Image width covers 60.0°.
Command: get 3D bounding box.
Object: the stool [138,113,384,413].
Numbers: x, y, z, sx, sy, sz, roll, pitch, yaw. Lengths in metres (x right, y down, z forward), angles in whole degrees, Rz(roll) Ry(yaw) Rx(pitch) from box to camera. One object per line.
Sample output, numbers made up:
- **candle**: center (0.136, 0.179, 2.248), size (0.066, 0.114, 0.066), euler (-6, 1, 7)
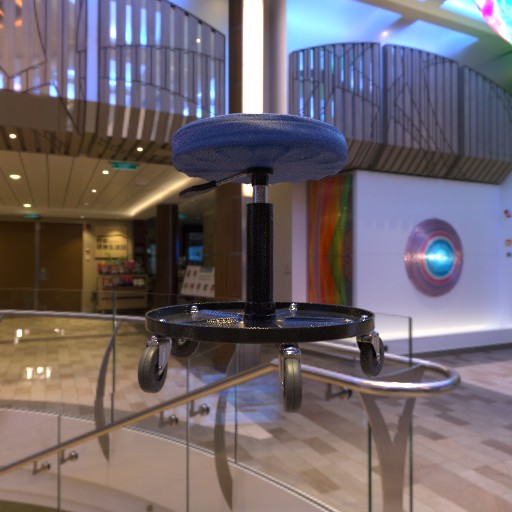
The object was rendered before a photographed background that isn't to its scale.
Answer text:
- **stool**: center (0.000, 0.000, 0.699), size (0.382, 0.365, 0.381), euler (0, -1, 19)
